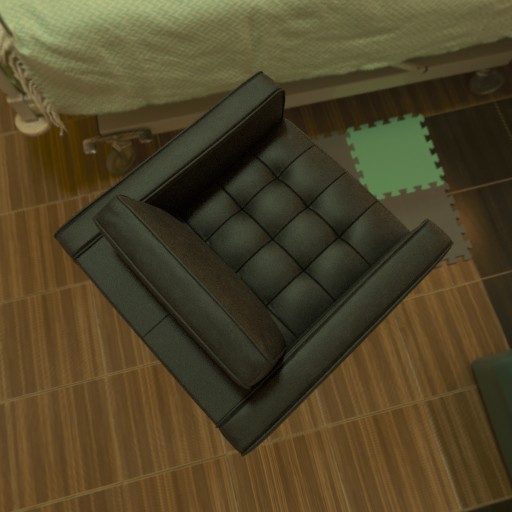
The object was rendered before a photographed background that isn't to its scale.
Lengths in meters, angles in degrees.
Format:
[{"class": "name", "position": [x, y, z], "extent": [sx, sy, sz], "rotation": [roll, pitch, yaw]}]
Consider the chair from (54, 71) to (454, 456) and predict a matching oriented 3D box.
[{"class": "chair", "position": [0.000, 0.000, 1.546], "extent": [0.914, 0.763, 0.889], "rotation": [-42, 78, -11]}]
